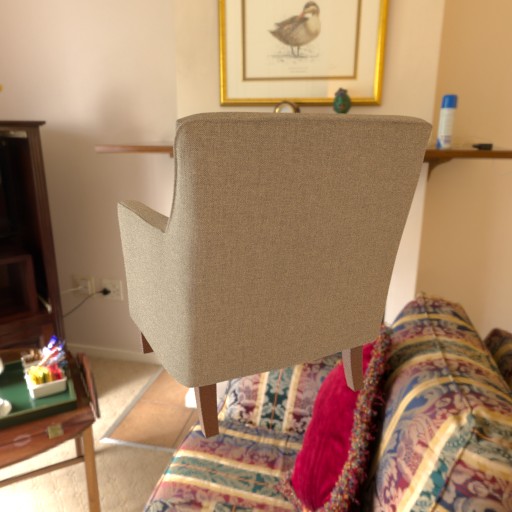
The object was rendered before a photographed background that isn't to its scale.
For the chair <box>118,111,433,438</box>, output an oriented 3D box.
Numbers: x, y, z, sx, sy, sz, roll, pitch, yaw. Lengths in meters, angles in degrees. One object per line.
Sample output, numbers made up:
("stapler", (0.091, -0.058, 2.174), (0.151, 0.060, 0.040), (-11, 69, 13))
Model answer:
("chair", (0.000, 0.000, 1.759), (0.887, 1.047, 0.993), (-8, 17, -25))
